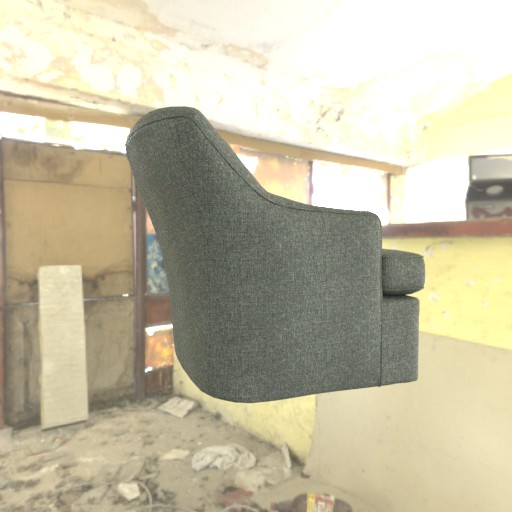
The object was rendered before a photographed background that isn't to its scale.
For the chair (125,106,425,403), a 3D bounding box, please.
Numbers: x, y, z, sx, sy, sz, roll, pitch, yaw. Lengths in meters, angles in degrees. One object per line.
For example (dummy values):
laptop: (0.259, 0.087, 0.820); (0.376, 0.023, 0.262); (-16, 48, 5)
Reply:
chair: (0.000, 0.000, 1.638); (0.923, 0.856, 0.864); (0, 1, -18)
